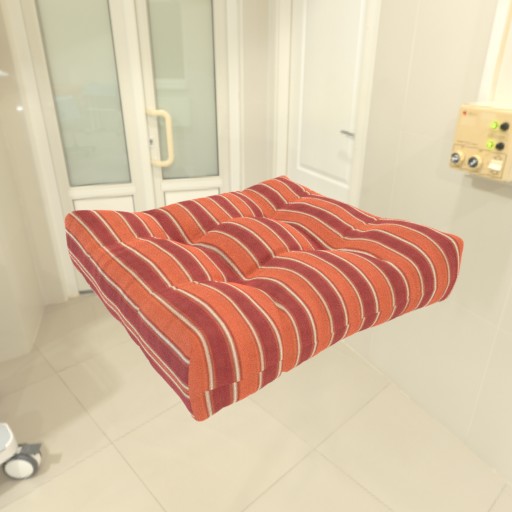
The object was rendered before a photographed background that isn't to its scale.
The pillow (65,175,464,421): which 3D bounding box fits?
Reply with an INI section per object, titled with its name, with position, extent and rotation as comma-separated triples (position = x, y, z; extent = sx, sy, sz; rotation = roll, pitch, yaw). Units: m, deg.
[pillow]
position = 0.000, 0.000, 0.730
extent = 0.490, 0.133, 0.468
rotation = -18, 31, -32
